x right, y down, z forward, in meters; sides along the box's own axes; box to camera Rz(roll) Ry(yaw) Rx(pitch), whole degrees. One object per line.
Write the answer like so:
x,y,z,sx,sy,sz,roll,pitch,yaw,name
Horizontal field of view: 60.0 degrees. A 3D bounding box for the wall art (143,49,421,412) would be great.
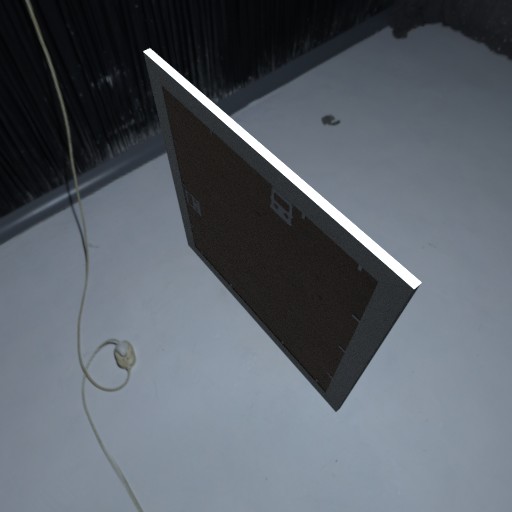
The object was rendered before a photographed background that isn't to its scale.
0.000,0.000,0.876,0.013,0.584,0.584,-35,64,-20,wall art
